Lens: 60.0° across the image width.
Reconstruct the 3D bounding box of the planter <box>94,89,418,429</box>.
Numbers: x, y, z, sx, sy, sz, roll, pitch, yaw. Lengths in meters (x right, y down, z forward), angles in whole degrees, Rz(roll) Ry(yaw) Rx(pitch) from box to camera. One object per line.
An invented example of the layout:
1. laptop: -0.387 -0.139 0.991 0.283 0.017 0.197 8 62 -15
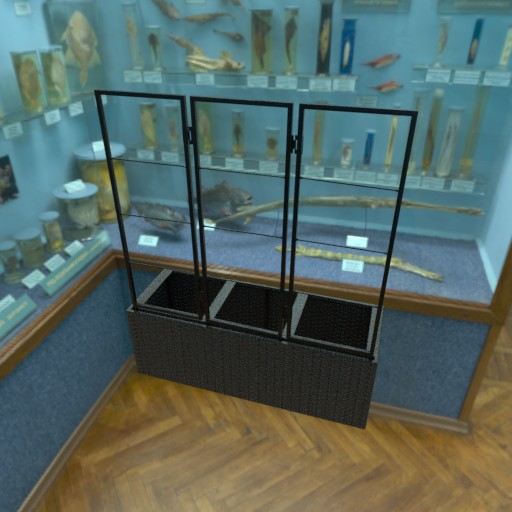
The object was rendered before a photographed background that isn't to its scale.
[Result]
1. planter: 0.000 0.000 1.175 0.699 0.841 0.244 9 32 15
